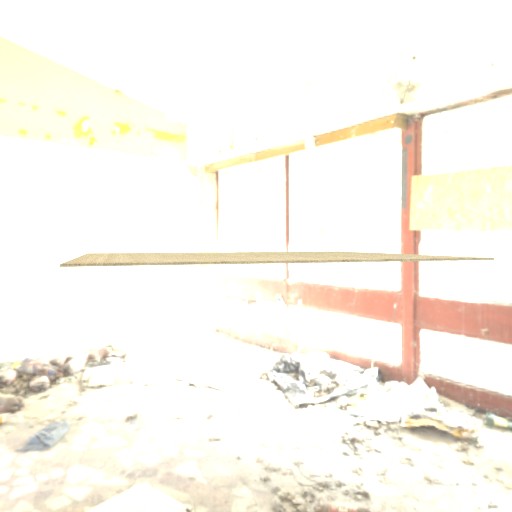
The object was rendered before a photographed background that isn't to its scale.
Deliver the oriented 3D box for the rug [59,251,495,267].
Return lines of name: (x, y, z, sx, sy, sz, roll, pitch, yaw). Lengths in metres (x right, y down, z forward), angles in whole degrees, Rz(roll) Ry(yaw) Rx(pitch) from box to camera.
rug: (0.000, 0.000, 4.055, 3.038, 0.019, 2.420, -1, 2, -17)
